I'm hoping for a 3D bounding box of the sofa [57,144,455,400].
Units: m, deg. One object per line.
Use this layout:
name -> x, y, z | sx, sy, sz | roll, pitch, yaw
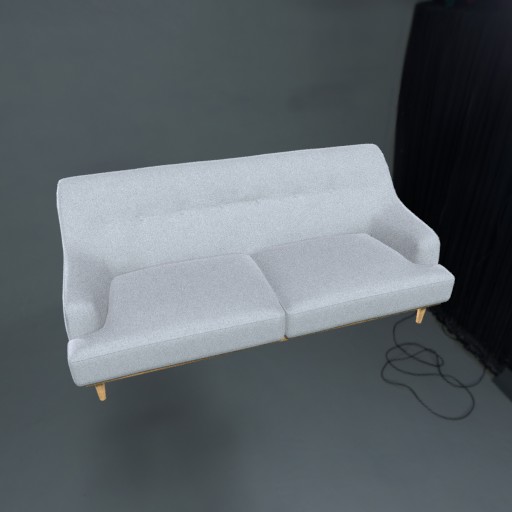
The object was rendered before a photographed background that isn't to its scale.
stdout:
sofa -> 0.000, 0.000, 2.537 | 2.057, 0.871, 0.978 | -10, 33, -16
